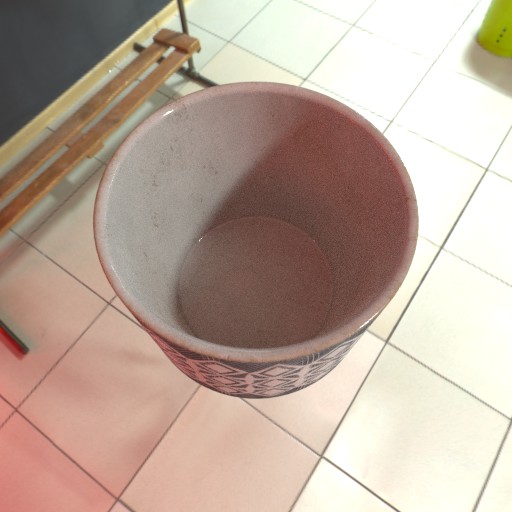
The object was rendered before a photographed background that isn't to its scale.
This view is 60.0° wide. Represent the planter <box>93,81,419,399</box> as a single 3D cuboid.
[{"bbox_3d":[0.000,0.000,0.221,0.126,0.104,0.126,0,65,0],"label":"planter"}]
